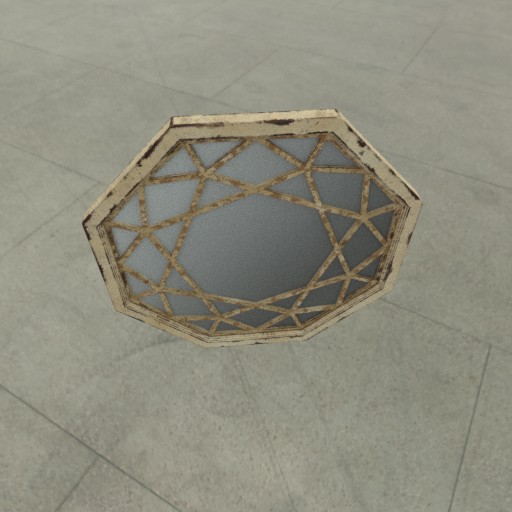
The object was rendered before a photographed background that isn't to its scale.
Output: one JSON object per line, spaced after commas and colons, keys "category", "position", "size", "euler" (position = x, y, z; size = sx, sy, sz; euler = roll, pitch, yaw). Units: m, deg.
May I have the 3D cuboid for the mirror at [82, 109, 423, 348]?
{"category": "mirror", "position": [0.000, 0.000, 0.944], "size": [0.648, 0.648, 0.031], "euler": [-4, 47, -4]}
